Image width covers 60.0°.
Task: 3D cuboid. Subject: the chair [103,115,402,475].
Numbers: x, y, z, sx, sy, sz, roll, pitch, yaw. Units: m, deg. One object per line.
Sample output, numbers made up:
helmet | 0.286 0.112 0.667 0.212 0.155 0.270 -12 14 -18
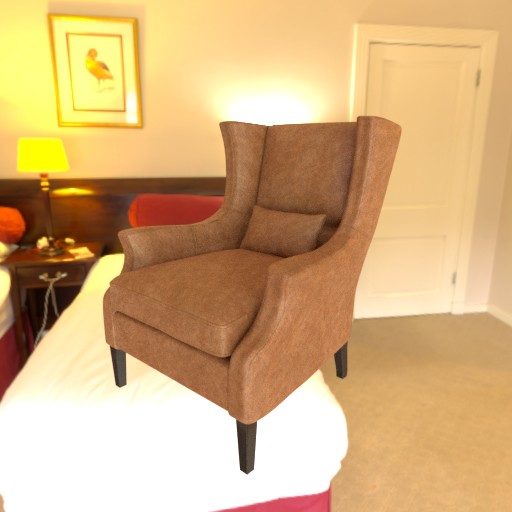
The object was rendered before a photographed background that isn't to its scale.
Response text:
chair | 0.000 0.000 1.693 0.853 1.016 0.926 13 20 41
